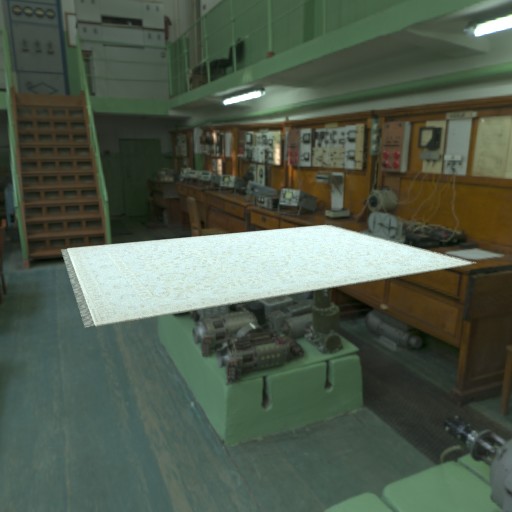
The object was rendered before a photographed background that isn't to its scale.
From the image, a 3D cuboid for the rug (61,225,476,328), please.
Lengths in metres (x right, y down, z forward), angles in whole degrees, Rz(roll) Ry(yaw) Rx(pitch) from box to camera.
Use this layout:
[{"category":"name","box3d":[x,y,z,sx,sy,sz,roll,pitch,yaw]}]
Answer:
[{"category":"rug","box3d":[0.000,0.000,2.860,2.233,0.011,1.514,-7,15,-26]}]
